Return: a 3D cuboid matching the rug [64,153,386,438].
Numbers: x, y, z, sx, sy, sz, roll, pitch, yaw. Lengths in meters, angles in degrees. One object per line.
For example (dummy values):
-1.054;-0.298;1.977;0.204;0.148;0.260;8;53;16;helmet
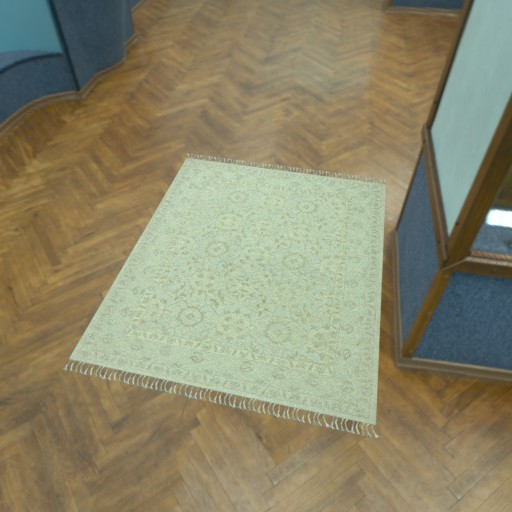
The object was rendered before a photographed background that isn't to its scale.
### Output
0.000;0.000;4.275;2.444;0.013;3.043;9;47;9;rug
